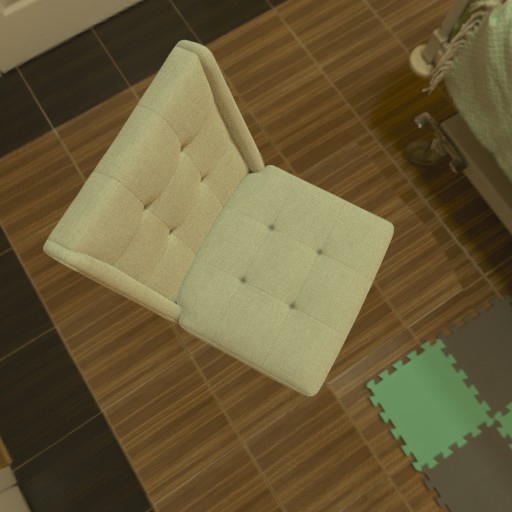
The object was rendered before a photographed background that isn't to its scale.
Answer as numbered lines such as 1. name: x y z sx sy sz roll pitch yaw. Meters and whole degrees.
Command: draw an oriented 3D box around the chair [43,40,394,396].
1. chair: 0.000 0.000 1.287 0.676 0.853 0.569 27 78 6
